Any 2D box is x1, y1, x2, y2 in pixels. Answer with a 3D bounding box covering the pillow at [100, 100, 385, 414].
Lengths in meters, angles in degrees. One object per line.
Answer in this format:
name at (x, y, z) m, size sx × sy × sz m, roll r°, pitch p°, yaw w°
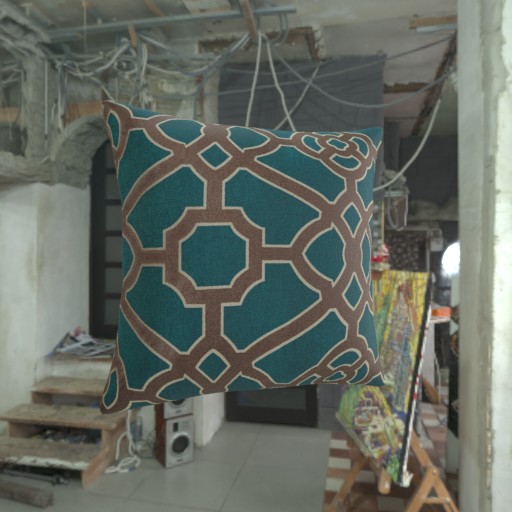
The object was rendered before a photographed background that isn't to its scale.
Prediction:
pillow at (0.000, 0.000, 0.792) m, size 0.526 × 0.507 × 0.166 m, roll 0°, pitch 0°, yaw -18°
